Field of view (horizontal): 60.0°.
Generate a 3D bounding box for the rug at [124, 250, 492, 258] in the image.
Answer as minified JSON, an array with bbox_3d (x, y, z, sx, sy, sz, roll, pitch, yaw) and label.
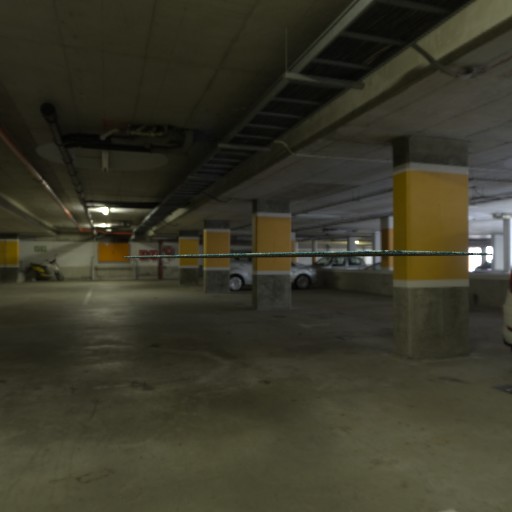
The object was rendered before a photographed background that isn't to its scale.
[{"bbox_3d":[0.000,0.000,2.673,0.750,0.011,2.435,0,-1,-37],"label":"rug"}]
